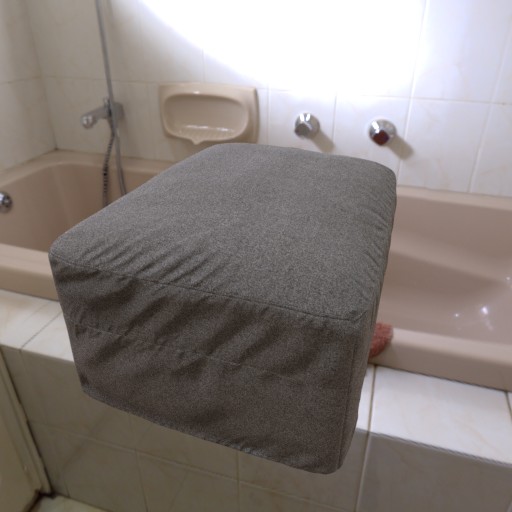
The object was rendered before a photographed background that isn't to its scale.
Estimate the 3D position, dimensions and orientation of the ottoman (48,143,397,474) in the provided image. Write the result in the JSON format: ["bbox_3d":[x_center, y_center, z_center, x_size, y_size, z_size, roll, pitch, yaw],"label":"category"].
[{"bbox_3d":[0.000,0.000,1.203,0.683,0.481,0.837,10,31,17],"label":"ottoman"}]
